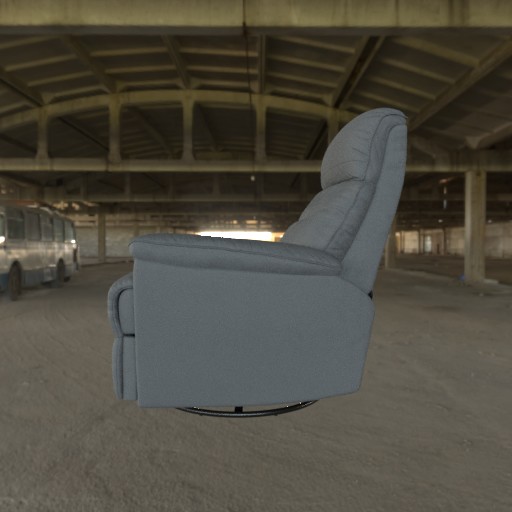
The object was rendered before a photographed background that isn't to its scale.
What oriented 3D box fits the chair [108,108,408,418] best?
[{"bbox_3d":[0.000,0.000,1.737,1.004,1.037,0.820,0,2,0],"label":"chair"}]
